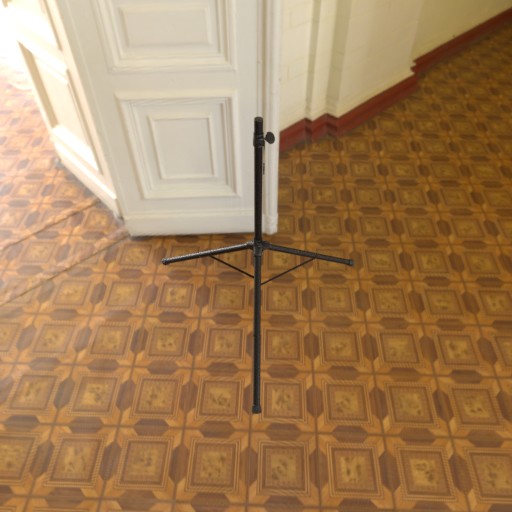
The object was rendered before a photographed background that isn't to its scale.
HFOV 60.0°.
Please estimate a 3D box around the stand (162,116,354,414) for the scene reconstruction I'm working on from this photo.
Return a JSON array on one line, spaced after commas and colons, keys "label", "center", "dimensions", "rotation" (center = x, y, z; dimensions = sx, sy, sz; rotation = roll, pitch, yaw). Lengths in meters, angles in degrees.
[{"label": "stand", "center": [0.000, 0.000, 2.705], "dimensions": [1.596, 1.595, 1.339], "rotation": [1, 48, 1]}]
